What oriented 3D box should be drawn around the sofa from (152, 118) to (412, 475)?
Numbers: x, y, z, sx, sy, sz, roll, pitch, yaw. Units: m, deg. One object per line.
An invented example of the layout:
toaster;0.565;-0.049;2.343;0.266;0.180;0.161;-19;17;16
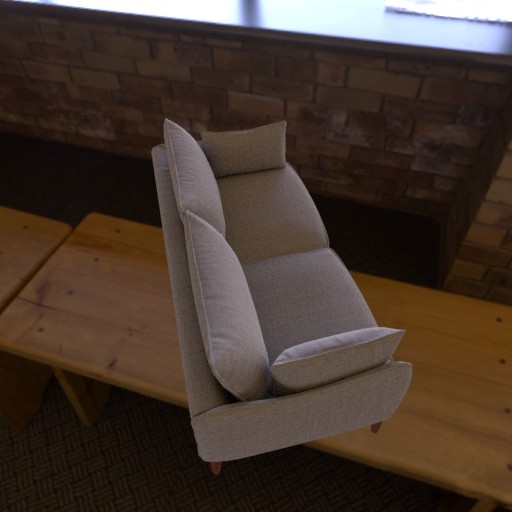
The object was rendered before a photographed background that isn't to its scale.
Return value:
sofa;0.000;0.000;2.498;0.972;0.851;1.989;-10;47;-9
